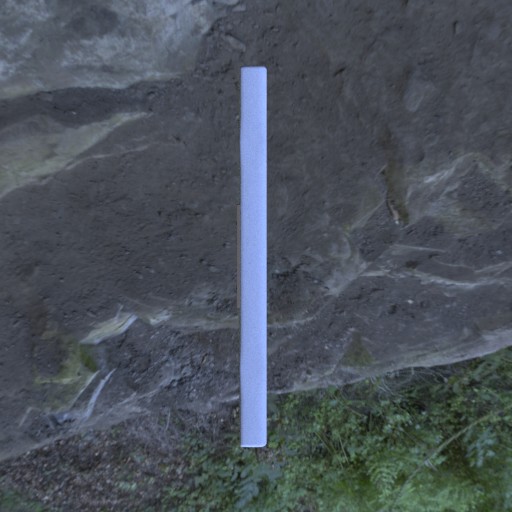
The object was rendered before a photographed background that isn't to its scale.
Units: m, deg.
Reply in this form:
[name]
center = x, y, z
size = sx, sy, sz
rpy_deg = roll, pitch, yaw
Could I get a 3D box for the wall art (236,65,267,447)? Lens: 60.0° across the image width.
[wall art]
center = 0.000, 0.000, 1.154
size = 0.048, 0.916, 0.602
rpy_deg = 0, 90, 1
